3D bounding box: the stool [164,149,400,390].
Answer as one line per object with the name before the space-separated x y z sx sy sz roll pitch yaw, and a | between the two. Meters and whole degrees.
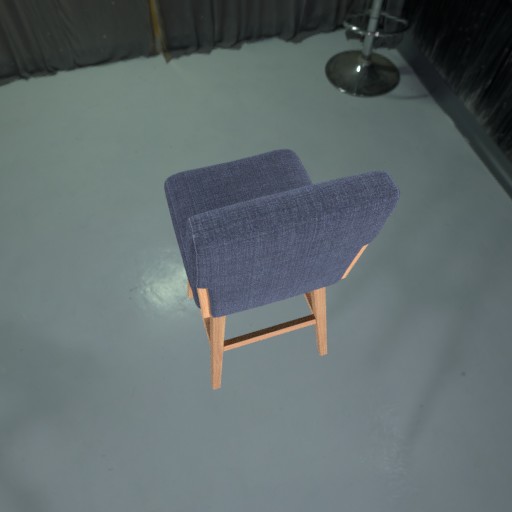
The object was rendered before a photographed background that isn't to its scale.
stool | 0.000 0.000 1.412 0.483 1.112 0.570 -15 59 -9
